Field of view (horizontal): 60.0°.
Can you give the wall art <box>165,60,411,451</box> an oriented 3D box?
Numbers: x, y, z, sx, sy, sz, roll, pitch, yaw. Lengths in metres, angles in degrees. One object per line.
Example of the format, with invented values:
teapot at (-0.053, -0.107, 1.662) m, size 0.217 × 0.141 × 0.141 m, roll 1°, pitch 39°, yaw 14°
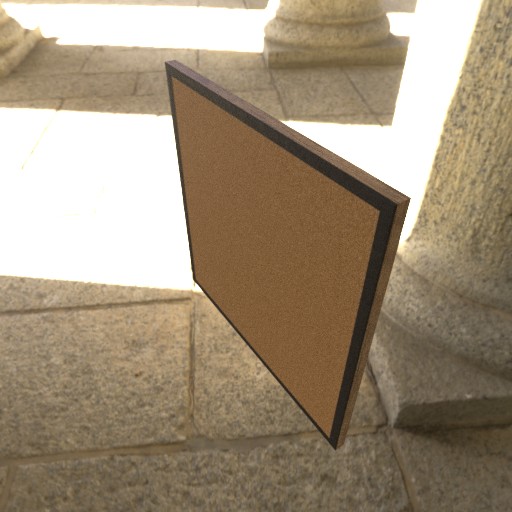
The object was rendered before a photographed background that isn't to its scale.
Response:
wall art at (0.000, 0.000, 1.028) m, size 0.029 × 0.691 × 0.695 m, roll -24°, pitch 47°, yaw -25°
